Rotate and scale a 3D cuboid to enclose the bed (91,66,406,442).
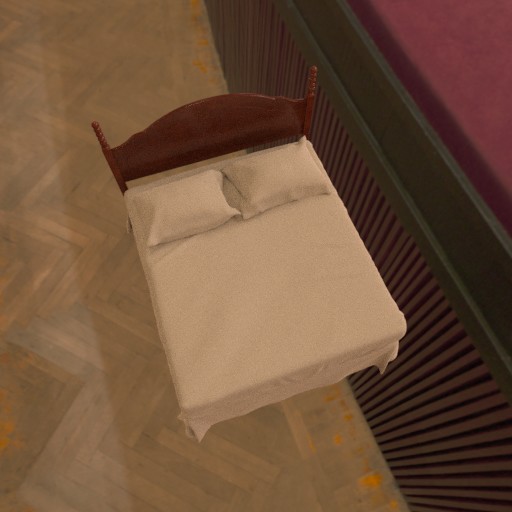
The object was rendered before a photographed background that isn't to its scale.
[{"bbox_3d":[0.000,0.000,3.277,1.873,1.356,2.040,-17,64,-9],"label":"bed"}]
